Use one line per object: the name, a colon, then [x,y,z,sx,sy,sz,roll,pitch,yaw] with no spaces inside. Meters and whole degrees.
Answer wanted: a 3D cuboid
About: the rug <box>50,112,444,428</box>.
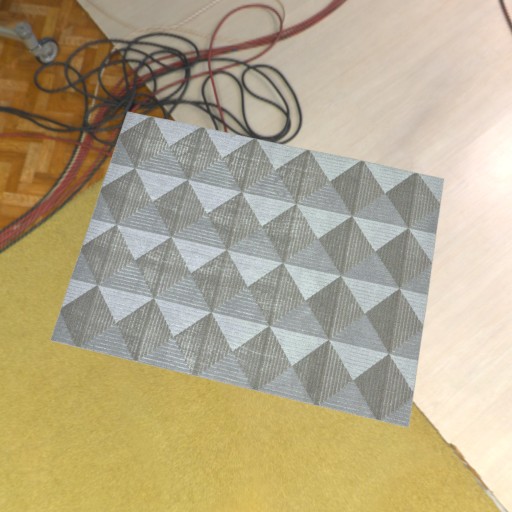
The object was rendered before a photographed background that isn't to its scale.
rug: [0.000,0.000,4.272,3.333,0.027,2.428,13,77,3]
